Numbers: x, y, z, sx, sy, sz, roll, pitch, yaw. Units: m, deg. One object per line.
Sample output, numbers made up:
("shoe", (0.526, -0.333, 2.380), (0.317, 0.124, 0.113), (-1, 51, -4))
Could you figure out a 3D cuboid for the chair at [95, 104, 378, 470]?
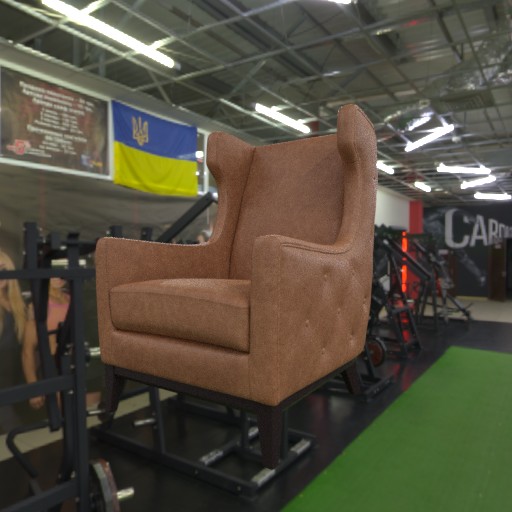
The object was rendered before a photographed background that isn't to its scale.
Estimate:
("chair", (0.000, 0.000, 1.662), (0.766, 1.079, 0.899), (1, 1, 36))
